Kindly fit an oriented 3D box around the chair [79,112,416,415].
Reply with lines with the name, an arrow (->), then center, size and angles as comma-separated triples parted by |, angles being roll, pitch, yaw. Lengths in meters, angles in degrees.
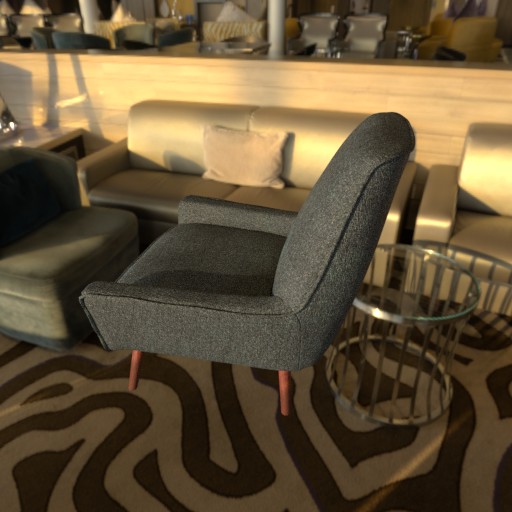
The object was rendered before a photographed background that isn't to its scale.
chair -> 0.000, 0.000, 1.457 | 0.859, 0.883, 0.763 | 8, 30, 13
